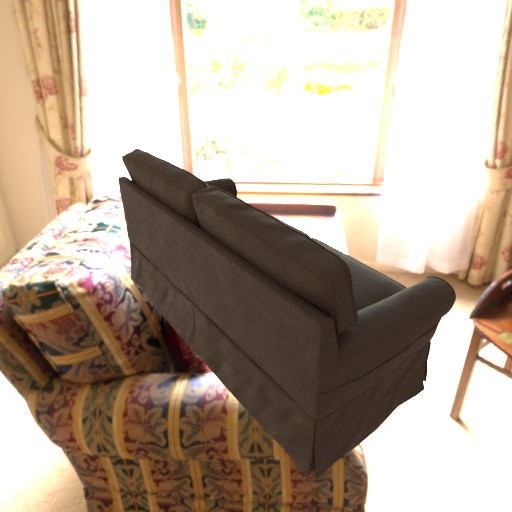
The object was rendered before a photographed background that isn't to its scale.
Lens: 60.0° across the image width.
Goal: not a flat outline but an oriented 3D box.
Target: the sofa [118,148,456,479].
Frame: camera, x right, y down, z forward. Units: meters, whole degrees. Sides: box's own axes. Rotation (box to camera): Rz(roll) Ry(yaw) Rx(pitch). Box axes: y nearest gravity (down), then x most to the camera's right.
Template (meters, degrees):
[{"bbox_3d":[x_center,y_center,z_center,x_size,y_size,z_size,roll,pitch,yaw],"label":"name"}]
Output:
[{"bbox_3d":[0.000,0.000,2.826,0.983,1.094,2.256,-18,33,-31],"label":"sofa"}]
